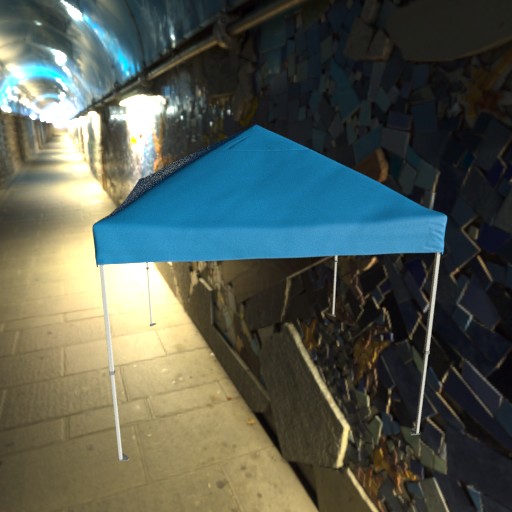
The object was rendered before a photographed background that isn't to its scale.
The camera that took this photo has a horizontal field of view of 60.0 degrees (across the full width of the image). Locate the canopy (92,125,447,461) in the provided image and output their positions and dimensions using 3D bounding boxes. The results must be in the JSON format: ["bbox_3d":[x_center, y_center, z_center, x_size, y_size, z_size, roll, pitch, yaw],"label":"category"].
[{"bbox_3d":[0.000,0.000,5.282,2.996,2.997,2.998,-2,17,-7],"label":"canopy"}]
